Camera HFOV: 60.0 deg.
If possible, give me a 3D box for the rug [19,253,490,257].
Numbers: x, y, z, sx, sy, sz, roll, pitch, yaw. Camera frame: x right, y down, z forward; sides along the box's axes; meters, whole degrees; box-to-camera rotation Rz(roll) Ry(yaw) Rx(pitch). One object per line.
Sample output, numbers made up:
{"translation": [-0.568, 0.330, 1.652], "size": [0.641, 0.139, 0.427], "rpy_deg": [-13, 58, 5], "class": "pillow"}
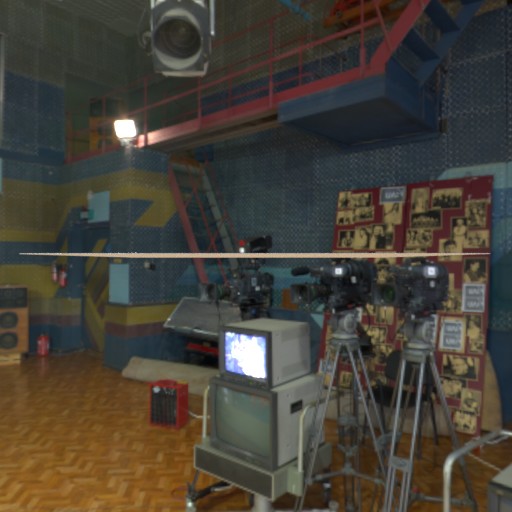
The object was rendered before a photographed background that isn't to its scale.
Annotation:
{"translation": [0.000, 0.000, 3.895], "size": [2.880, 0.005, 2.391], "rpy_deg": [0, -1, 1], "class": "rug"}
